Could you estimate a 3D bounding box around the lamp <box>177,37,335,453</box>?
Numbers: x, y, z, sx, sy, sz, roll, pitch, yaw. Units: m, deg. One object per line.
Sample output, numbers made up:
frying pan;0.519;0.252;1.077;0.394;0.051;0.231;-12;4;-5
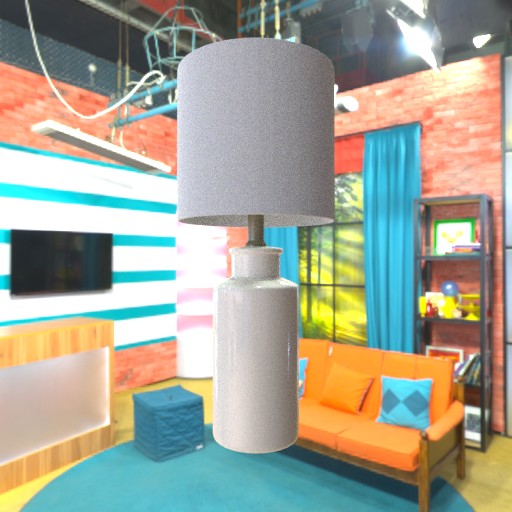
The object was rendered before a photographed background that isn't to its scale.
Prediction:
lamp;0.000;0.000;0.605;0.212;0.493;0.212;0;0;-1
